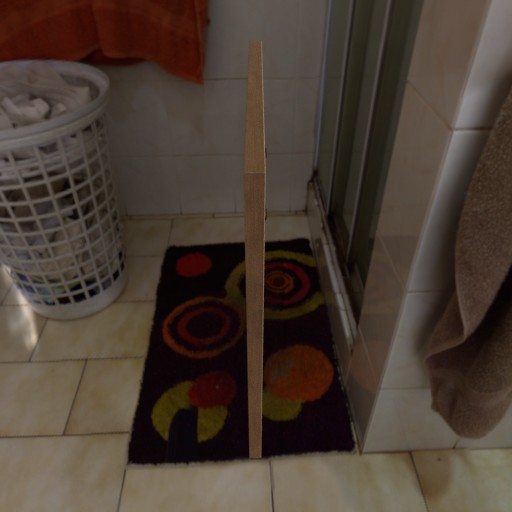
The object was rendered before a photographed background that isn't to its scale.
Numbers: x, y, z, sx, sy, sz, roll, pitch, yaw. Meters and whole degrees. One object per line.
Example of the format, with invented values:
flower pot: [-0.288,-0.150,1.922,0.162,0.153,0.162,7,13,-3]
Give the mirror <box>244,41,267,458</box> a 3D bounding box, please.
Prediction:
mirror: [0.000,0.000,1.347,0.040,1.016,0.762,0,41,0]
